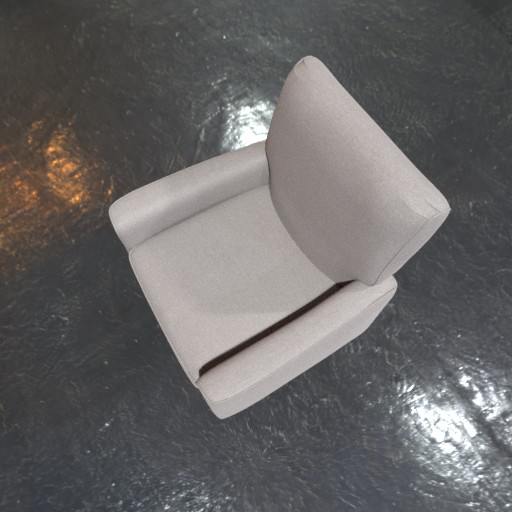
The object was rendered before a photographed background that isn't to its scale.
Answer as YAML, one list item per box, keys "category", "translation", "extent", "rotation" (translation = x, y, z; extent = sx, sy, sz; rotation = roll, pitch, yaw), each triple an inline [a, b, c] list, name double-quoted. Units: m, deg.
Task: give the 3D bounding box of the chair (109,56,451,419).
- category: "chair"
  translation: [0.000, 0.000, 1.649]
  extent: [0.859, 1.023, 0.845]
  rotation: [-29, 68, -13]
